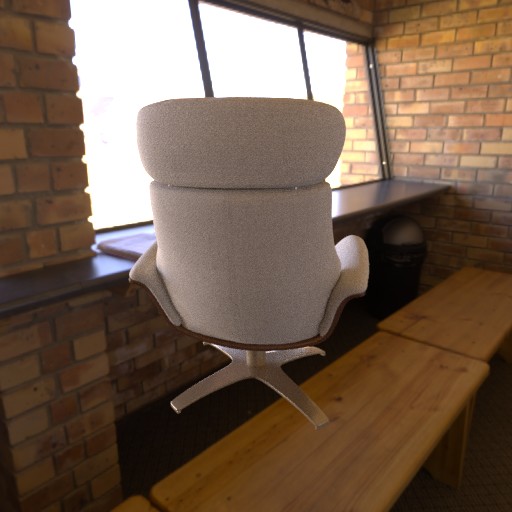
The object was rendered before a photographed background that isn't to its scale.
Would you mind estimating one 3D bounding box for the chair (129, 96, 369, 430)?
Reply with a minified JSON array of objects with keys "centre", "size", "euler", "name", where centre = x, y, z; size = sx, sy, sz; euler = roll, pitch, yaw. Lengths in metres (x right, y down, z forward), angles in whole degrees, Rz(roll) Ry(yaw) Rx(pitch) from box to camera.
[{"centre":[0.000,0.000,1.539],"size":[0.785,0.995,0.837],"euler":[3,16,9],"name":"chair"}]
